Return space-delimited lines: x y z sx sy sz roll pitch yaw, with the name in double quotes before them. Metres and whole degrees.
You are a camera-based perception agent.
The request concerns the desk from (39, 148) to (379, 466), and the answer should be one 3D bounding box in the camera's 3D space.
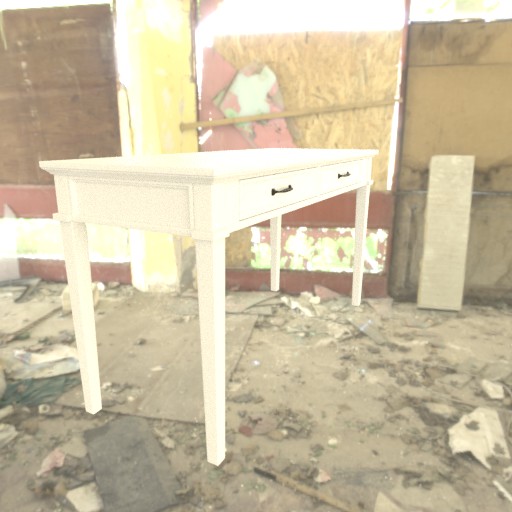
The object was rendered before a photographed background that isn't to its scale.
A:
"desk" 0.000 0.000 1.725 0.559 0.774 1.372 8 17 28
